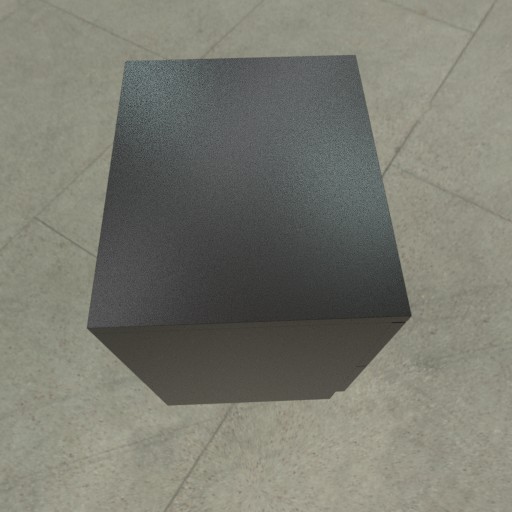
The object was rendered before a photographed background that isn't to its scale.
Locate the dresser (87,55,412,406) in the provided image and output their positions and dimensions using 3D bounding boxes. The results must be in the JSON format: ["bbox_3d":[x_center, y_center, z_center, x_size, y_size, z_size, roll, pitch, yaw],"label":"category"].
[{"bbox_3d":[0.000,0.000,0.754,0.360,0.470,0.400,-2,62,-1],"label":"dresser"}]
